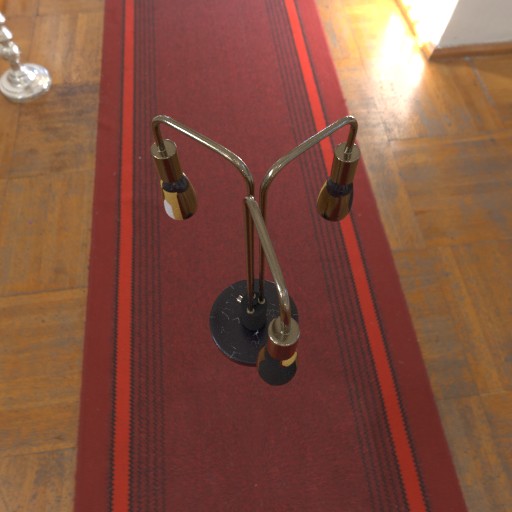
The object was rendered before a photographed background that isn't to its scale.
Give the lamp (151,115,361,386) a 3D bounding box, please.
[{"bbox_3d":[0.000,0.000,0.806,0.368,0.560,0.355,35,68,16],"label":"lamp"}]
